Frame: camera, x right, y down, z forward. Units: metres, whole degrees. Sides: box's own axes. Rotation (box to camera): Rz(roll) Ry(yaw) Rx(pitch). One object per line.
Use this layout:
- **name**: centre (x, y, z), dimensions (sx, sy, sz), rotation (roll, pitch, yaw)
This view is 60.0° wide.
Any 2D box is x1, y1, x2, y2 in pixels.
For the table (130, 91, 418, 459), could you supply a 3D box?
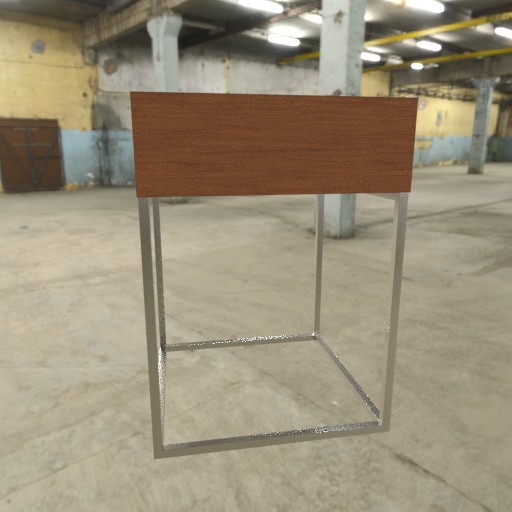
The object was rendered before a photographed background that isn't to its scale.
- **table**: centre (0.000, 0.000, 0.849), dimensions (0.397, 0.540, 0.398), rotation (-2, 14, -10)
